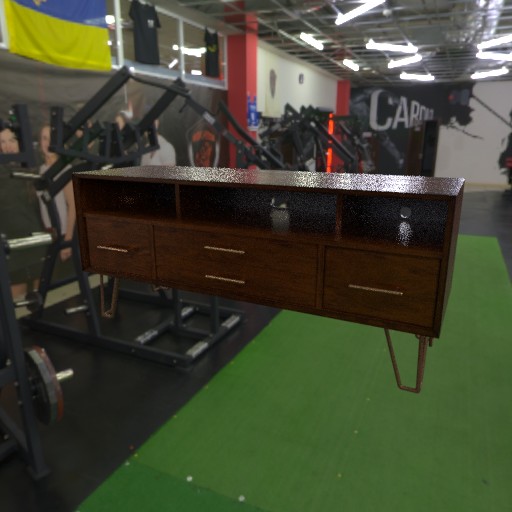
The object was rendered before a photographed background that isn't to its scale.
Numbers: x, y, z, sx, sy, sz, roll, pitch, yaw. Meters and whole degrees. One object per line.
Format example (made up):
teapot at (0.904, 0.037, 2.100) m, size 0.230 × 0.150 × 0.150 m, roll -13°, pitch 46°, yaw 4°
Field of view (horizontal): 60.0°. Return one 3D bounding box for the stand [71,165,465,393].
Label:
stand at (0.000, 0.000, 1.701) m, size 1.372 × 0.610 × 0.481 m, roll 8°, pitch 18°, yaw 26°
